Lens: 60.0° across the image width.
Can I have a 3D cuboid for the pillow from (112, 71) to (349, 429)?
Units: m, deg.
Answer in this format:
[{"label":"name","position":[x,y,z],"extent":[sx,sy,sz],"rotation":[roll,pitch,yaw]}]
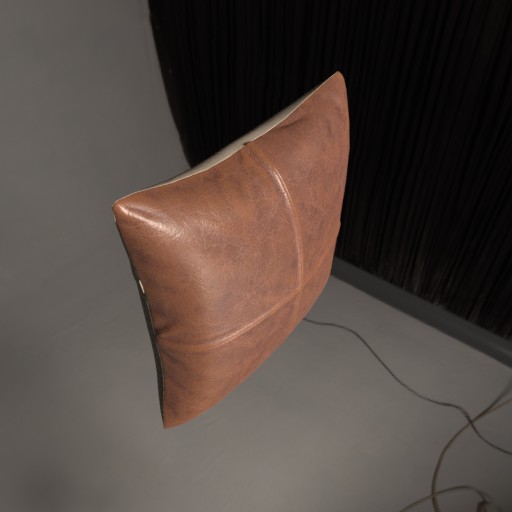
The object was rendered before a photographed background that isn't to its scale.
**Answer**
[{"label":"pillow","position":[0.000,0.000,0.736],"extent":[0.192,0.470,0.484],"rotation":[27,49,27]}]
